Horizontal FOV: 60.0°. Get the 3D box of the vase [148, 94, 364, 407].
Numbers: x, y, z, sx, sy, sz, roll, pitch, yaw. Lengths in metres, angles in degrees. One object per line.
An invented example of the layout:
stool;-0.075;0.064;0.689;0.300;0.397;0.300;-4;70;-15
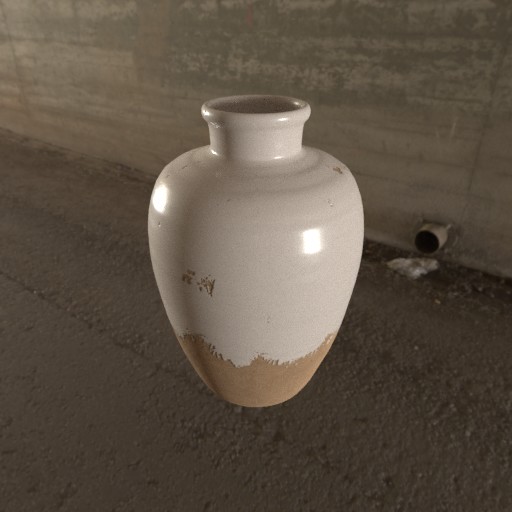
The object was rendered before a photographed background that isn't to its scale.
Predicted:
vase;0.000;0.000;0.345;0.158;0.228;0.158;0;29;0
